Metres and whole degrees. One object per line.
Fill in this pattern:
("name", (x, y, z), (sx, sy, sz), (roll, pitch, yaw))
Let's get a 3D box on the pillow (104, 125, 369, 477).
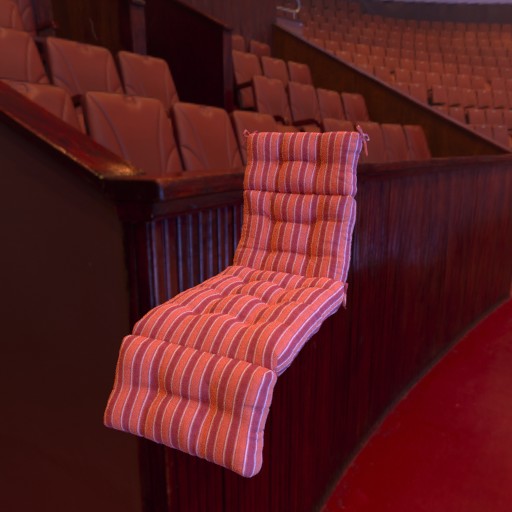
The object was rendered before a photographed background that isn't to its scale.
("pillow", (0.000, 0.000, 1.491), (0.526, 0.863, 1.016), (7, 16, 25))
